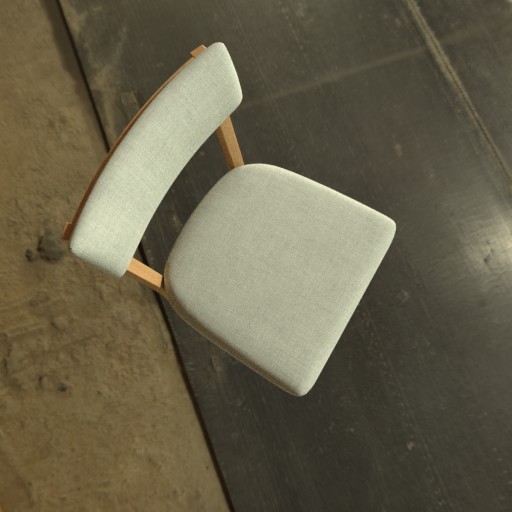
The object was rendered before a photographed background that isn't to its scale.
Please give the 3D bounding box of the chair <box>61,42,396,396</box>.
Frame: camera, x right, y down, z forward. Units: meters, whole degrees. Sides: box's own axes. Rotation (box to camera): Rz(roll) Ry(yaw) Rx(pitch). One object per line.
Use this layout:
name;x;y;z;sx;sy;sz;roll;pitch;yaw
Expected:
chair;0.000;0.000;1.161;0.572;0.832;0.508;30;78;7
